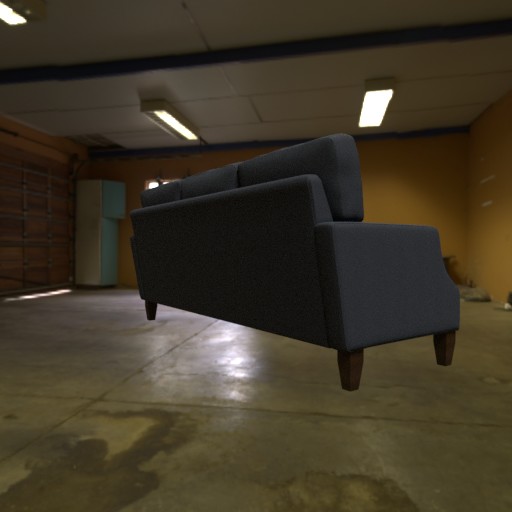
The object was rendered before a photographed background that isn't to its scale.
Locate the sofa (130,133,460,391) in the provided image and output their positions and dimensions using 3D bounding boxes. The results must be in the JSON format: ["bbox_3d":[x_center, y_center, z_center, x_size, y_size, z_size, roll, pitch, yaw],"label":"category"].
[{"bbox_3d":[0.000,0.000,2.653,0.888,0.984,2.115,-1,1,-35],"label":"sofa"}]
